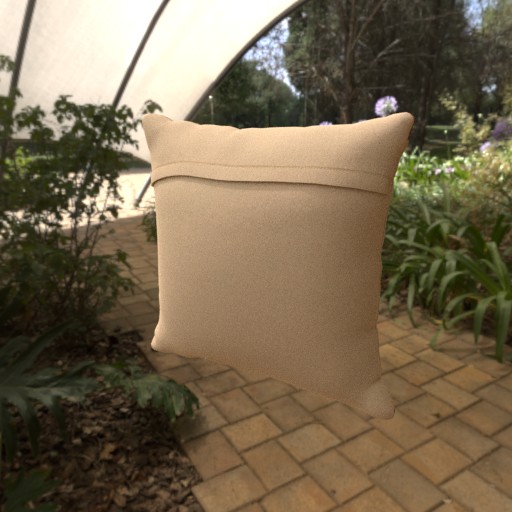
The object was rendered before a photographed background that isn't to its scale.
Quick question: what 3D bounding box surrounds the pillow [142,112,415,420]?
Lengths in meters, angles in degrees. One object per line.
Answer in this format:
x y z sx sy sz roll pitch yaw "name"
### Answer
0.000 0.000 0.810 0.536 0.506 0.229 8 17 28 "pillow"
